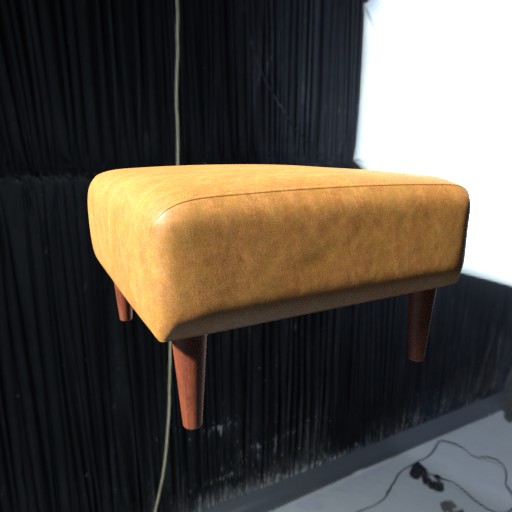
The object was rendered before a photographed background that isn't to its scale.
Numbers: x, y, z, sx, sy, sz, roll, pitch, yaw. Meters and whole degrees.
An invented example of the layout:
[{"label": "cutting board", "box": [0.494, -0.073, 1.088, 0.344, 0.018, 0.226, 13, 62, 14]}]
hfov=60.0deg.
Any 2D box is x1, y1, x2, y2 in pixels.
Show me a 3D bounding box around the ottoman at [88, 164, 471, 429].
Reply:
[{"label": "ottoman", "box": [0.000, 0.000, 1.018, 0.650, 0.399, 0.650, -7, 15, -27]}]
